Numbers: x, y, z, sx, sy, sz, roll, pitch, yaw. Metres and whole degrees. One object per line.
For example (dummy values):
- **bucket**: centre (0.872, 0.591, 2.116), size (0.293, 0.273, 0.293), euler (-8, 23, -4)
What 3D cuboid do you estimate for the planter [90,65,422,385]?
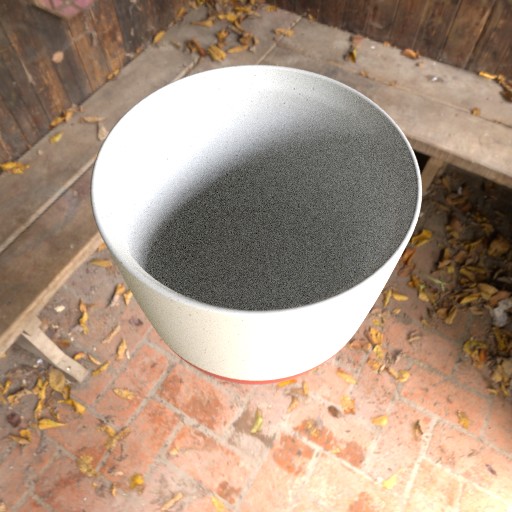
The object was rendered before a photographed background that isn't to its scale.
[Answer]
- **planter**: centre (0.000, 0.000, 0.367), size (0.204, 0.214, 0.204), euler (0, 58, 0)
